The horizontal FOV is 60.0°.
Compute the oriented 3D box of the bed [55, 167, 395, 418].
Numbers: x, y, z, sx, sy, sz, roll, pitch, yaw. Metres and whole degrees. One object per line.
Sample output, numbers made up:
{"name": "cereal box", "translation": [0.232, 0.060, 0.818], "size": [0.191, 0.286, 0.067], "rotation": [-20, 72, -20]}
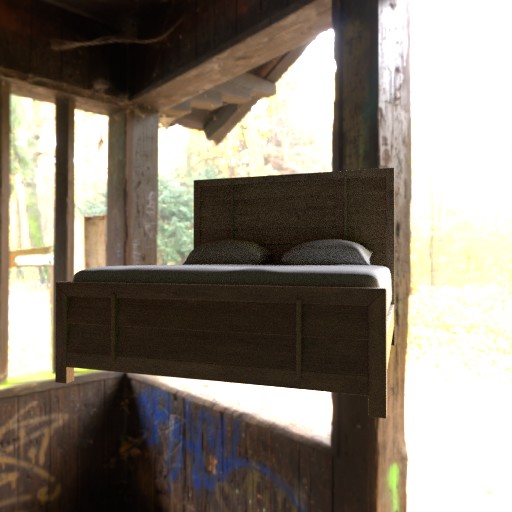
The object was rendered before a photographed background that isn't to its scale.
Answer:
{"name": "bed", "translation": [0.000, 0.000, 3.469], "size": [2.032, 1.626, 2.032], "rotation": [0, 0, 19]}
